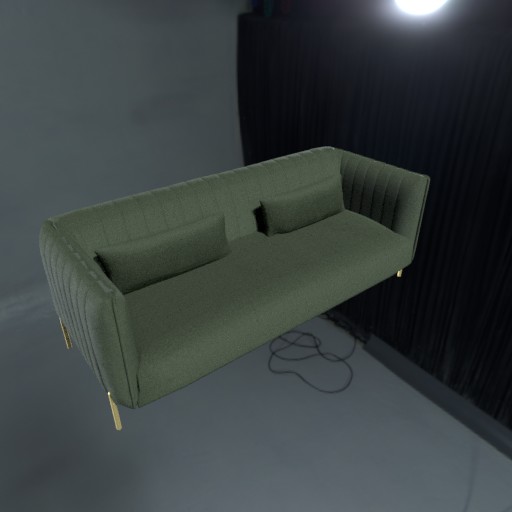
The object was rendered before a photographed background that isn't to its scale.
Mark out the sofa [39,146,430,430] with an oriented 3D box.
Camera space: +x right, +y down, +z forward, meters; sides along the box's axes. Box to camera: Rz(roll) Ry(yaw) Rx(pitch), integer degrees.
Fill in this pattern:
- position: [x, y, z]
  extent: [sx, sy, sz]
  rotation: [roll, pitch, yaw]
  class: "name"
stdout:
- position: [0.000, 0.000, 2.611]
  extent: [2.137, 0.793, 0.896]
  rotation: [-22, 37, -32]
  class: "sofa"
